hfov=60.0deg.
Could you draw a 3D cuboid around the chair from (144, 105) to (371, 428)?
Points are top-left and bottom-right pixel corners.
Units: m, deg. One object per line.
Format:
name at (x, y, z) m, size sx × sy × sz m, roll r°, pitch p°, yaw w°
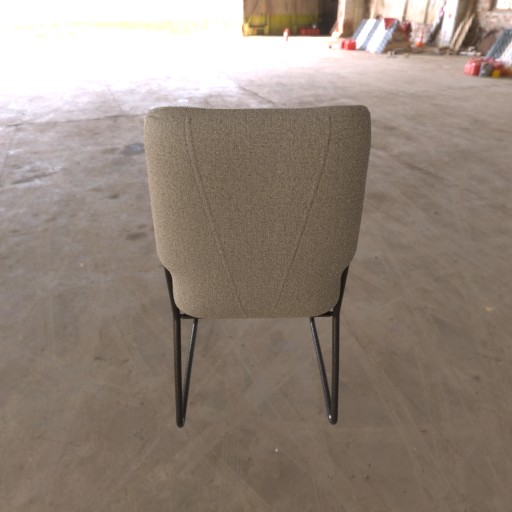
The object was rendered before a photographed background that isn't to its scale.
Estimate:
chair at (0.000, 0.000, 1.174) m, size 0.448 × 0.864 × 0.560 m, roll -1°, pitch 30°, yaw -1°
